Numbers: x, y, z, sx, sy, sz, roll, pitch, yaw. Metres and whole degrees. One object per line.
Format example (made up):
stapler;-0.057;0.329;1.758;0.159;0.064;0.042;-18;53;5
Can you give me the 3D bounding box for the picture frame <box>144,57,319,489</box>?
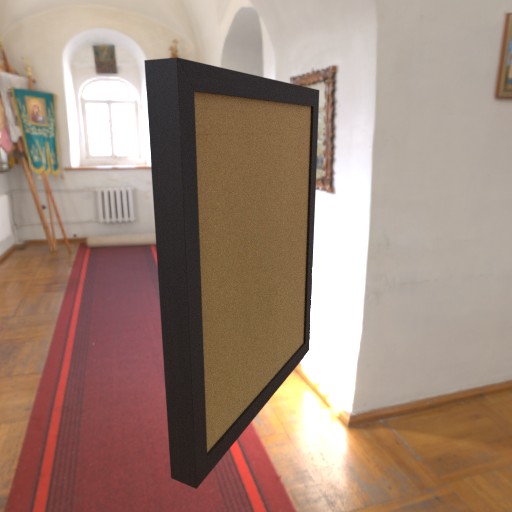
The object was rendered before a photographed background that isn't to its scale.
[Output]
picture frame;0.000;0.000;0.746;0.044;0.555;0.452;8;18;26
